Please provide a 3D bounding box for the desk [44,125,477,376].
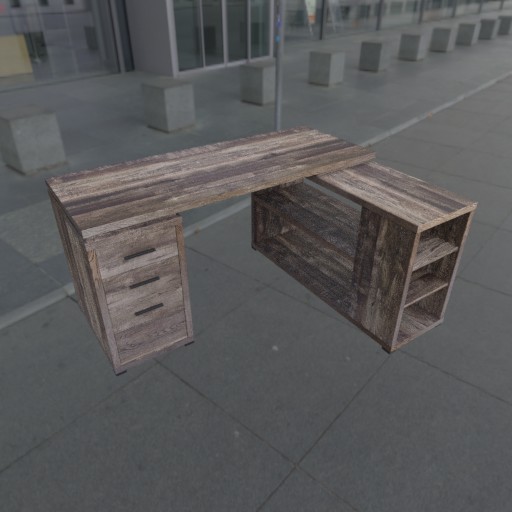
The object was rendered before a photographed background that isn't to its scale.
[{"bbox_3d":[0.000,0.000,2.166,1.524,0.753,1.200,-20,37,-28],"label":"desk"}]
